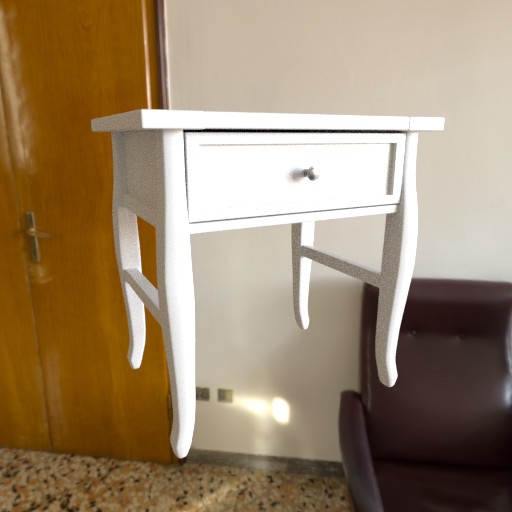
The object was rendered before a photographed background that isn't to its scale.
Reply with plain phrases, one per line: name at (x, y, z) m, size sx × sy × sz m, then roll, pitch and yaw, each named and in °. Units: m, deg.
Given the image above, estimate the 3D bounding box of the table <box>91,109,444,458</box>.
table at (0.000, 0.000, 1.015) m, size 0.599 × 0.605 × 0.463 m, roll -8°, pitch 17°, yaw -27°
